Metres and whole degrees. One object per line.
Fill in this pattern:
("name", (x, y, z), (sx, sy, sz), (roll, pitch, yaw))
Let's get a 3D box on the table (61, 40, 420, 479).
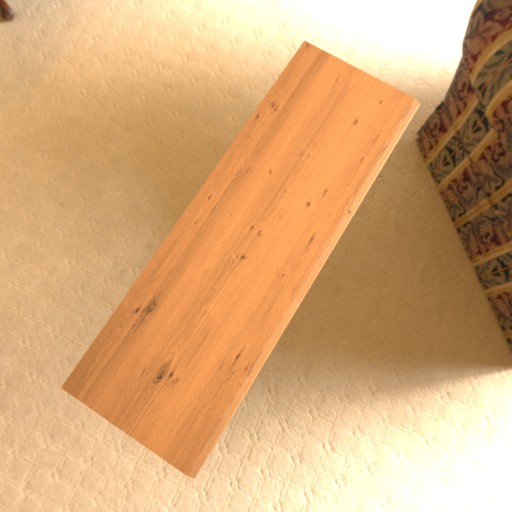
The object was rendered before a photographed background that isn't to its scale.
("table", (0.000, 0.000, 1.451), (0.400, 0.510, 1.200), (31, 78, 7))
